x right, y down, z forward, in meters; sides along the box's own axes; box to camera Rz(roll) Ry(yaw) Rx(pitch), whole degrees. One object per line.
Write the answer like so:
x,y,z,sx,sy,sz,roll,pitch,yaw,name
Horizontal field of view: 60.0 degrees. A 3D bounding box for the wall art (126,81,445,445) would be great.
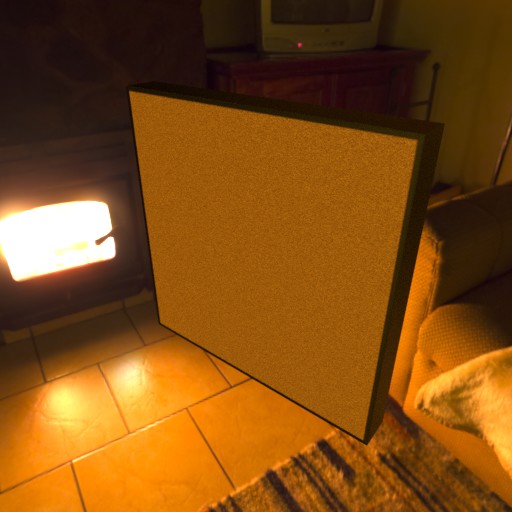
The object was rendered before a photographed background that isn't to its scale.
0.000,0.000,0.451,0.304,0.303,0.037,21,36,32,wall art
